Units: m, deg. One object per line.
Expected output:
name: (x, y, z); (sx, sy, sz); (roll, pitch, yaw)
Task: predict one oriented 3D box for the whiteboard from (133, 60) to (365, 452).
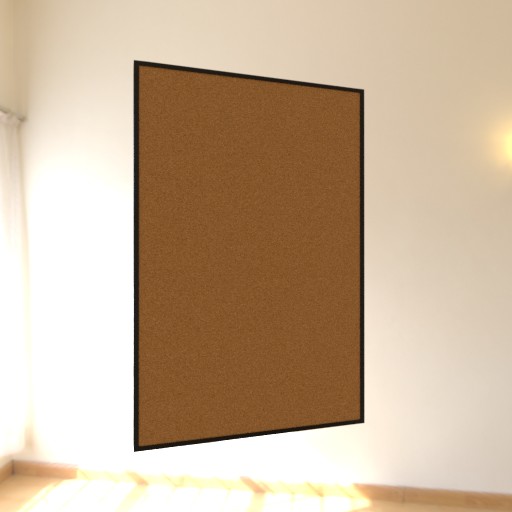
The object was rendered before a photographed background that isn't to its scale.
whiteboard: (0.000, 0.000, 0.761); (0.406, 0.611, 0.026); (0, 0, -17)
